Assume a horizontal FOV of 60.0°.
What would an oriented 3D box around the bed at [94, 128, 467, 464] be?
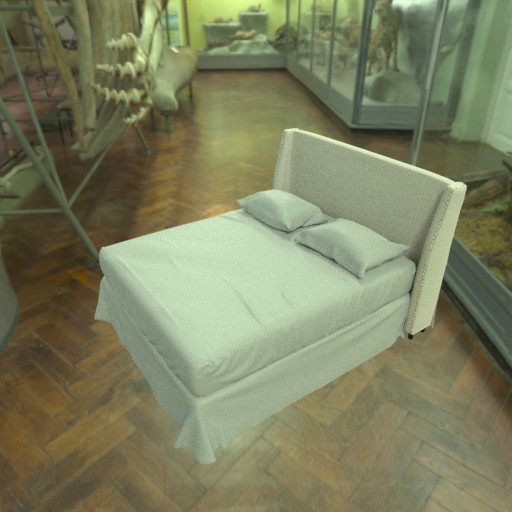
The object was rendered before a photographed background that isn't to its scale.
[{"bbox_3d":[0.000,0.000,3.500,2.276,1.332,1.925,-19,36,-30],"label":"bed"}]
